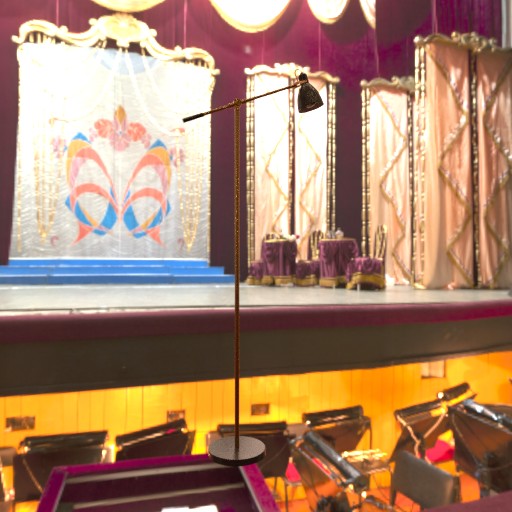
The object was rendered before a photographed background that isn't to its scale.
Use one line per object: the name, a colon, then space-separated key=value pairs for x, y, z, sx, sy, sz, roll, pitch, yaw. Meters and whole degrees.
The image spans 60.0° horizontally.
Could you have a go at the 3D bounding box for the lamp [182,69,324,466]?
lamp: x=0.000 y=0.000 z=1.861 sx=0.618 sy=1.628 sz=0.235 roll=0 pitch=-1 yaw=-17
